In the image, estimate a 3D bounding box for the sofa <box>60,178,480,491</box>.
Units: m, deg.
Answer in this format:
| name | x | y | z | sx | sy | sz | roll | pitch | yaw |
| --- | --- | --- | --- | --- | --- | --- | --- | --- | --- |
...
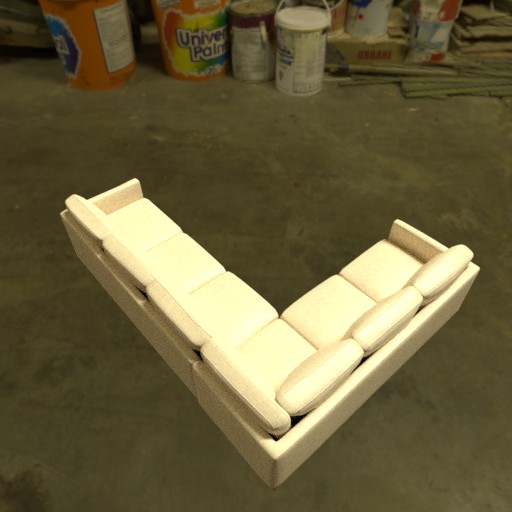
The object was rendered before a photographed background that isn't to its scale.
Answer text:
| name | x | y | z | sx | sy | sz | roll | pitch | yaw |
| --- | --- | --- | --- | --- | --- | --- | --- | --- | --- |
| sofa | 0.000 | 0.000 | 4.442 | 2.593 | 0.947 | 3.302 | -32 | 54 | -27 |
